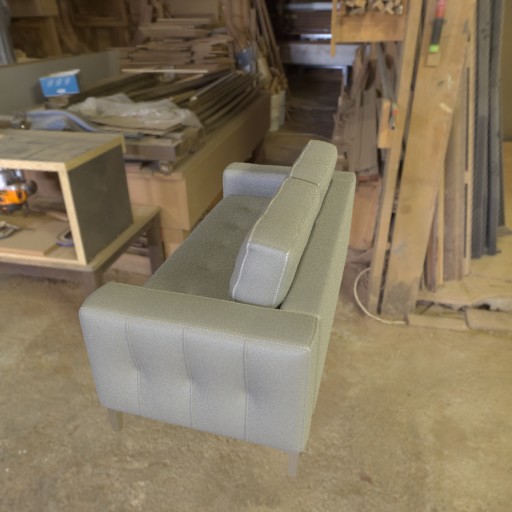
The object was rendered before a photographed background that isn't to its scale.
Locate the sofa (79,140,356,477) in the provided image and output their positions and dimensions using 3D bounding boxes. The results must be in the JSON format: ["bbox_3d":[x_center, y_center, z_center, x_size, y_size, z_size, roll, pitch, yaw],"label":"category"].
[{"bbox_3d":[0.000,0.000,2.218,0.833,0.893,1.726,8,30,14],"label":"sofa"}]
